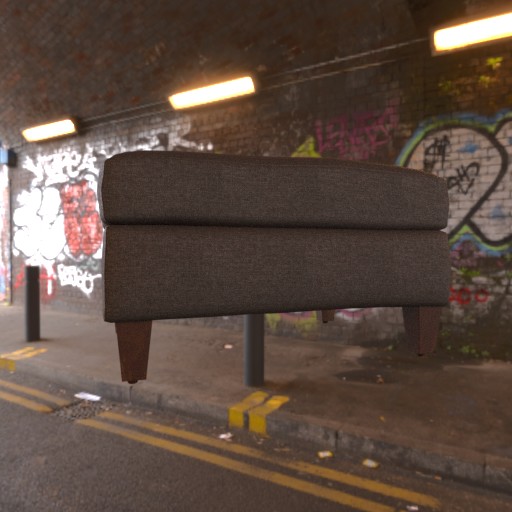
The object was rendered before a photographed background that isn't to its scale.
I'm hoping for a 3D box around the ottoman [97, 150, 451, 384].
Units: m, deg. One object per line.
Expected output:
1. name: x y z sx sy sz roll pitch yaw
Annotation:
1. ottoman: 0.000 0.000 1.235 0.826 0.496 0.639 0 1 -19
